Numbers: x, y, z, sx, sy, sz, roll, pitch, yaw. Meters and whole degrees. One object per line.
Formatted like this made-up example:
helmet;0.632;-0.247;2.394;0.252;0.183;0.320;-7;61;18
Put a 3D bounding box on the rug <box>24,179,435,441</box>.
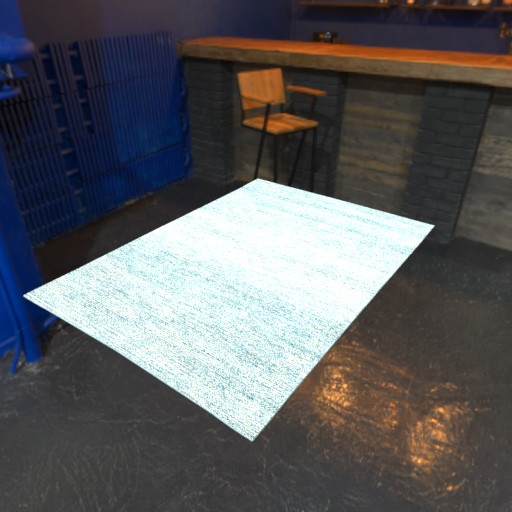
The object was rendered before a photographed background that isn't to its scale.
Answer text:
rug;0.000;0.000;2.876;1.611;0.026;2.260;21;37;31
